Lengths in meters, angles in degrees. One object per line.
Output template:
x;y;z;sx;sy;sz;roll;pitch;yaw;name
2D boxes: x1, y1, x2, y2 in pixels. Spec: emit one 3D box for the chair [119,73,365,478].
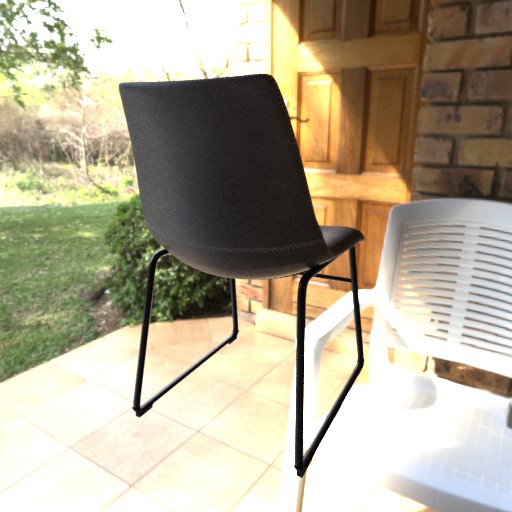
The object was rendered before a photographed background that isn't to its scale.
0.000;0.000;1.102;0.460;0.780;0.550;8;18;26;chair
